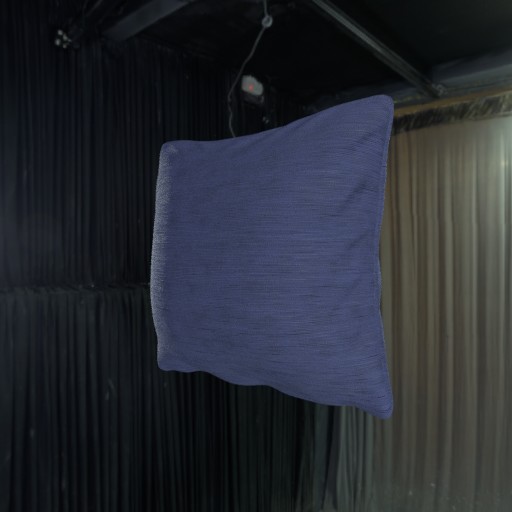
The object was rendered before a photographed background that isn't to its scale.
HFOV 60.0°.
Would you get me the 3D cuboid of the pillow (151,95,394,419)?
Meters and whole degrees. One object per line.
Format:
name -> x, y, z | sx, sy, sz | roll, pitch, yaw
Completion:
pillow -> 0.000, 0.000, 0.687 | 0.432, 0.414, 0.246 | 0, 0, 37
